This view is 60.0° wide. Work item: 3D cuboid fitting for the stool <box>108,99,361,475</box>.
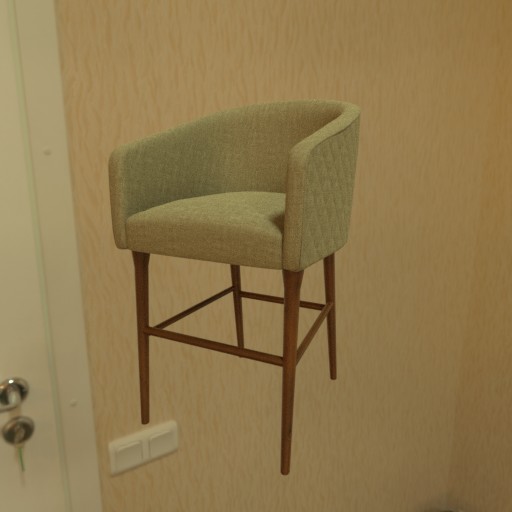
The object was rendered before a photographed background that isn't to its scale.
[{"bbox_3d":[0.000,0.000,1.346,0.559,0.952,0.635,7,15,27],"label":"stool"}]
